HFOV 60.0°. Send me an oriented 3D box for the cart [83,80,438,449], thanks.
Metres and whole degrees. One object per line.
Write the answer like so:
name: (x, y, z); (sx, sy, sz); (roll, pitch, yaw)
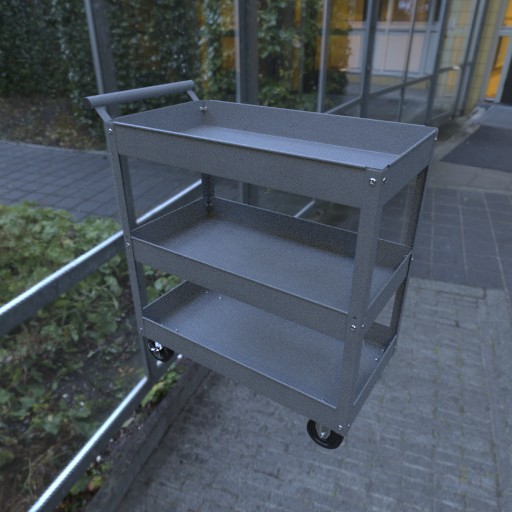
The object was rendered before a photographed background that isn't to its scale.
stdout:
cart: (0.000, 0.000, 1.162); (0.719, 0.780, 0.366); (18, 33, 29)
